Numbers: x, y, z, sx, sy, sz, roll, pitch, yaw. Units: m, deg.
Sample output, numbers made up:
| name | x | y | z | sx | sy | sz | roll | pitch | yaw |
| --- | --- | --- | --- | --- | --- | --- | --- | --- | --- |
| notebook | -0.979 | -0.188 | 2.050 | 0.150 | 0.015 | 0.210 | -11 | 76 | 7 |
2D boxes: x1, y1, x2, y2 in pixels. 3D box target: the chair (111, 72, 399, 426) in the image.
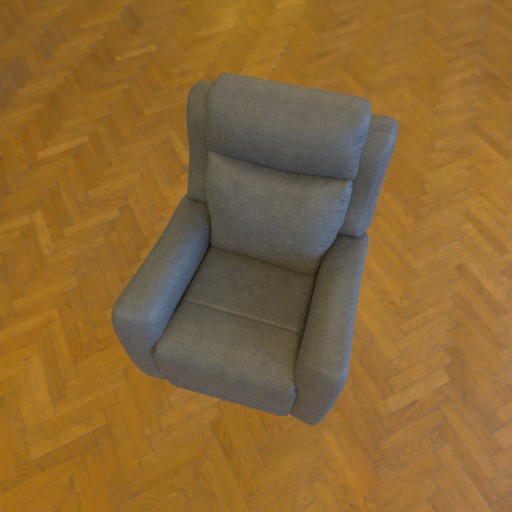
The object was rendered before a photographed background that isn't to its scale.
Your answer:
| name | x | y | z | sx | sy | sz | roll | pitch | yaw |
| --- | --- | --- | --- | --- | --- | --- | --- | --- | --- |
| chair | 0.000 | 0.000 | 1.949 | 0.967 | 1.116 | 1.068 | 15 | 59 | 9 |
